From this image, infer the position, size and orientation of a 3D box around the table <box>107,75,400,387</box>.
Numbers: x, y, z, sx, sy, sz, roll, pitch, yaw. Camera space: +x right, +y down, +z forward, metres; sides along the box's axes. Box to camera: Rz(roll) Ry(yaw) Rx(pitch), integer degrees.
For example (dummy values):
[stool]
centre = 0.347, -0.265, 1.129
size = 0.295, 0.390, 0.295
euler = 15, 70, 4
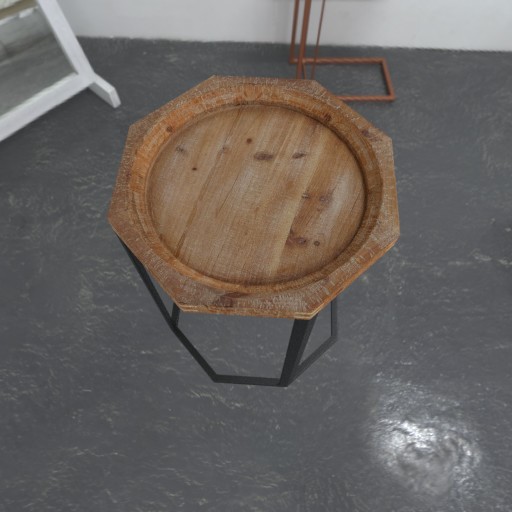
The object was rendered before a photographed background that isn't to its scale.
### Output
[table]
centre = 0.000, 0.000, 0.919
size = 0.458, 0.543, 0.458
euler = -17, 65, -8
